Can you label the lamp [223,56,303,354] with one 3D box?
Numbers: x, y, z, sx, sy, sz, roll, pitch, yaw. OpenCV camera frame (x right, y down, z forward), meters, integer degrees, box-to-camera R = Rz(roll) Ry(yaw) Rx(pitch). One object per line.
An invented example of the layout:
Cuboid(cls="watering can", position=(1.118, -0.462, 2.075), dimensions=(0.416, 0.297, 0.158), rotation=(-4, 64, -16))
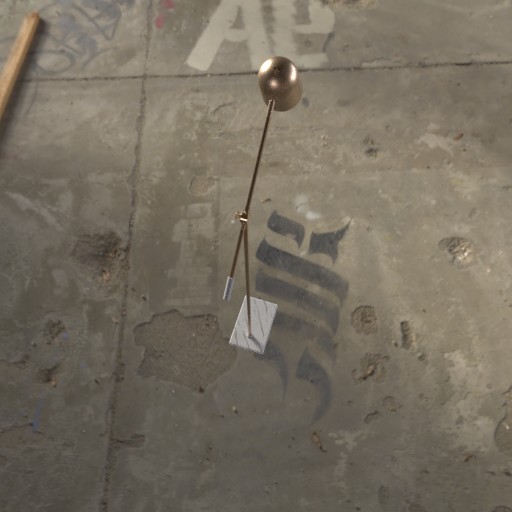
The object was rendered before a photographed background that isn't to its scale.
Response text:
Cuboid(cls="lamp", position=(0.000, 0.000, 1.828), dimensions=(0.194, 1.594, 0.653), rotation=(16, 64, 8))
